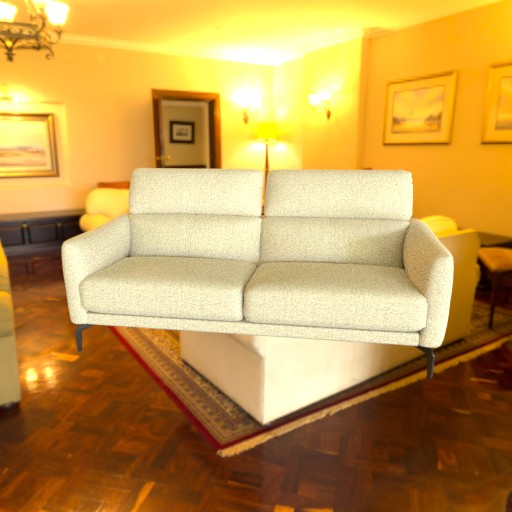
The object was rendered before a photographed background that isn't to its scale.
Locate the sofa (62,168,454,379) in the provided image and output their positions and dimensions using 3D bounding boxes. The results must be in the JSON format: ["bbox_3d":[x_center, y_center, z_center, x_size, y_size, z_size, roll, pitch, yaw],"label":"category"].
[{"bbox_3d":[0.000,0.000,2.557,2.015,0.956,0.856,2,14,9],"label":"sofa"}]
